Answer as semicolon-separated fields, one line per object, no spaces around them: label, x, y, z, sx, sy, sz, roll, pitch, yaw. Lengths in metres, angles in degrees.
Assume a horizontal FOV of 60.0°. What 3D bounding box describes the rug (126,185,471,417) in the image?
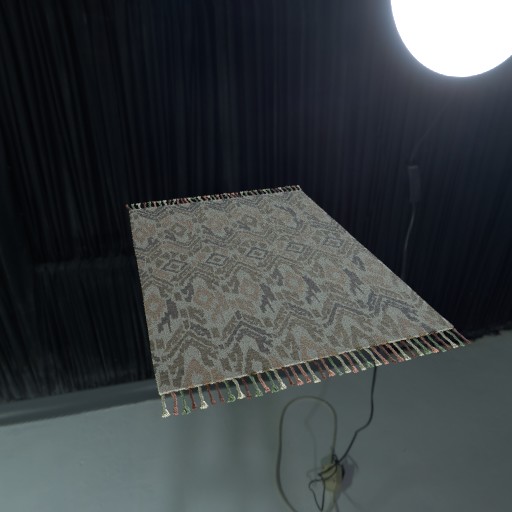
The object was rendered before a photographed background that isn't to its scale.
rug;0.000;0.000;2.308;1.219;0.008;1.829;-9;30;-15
